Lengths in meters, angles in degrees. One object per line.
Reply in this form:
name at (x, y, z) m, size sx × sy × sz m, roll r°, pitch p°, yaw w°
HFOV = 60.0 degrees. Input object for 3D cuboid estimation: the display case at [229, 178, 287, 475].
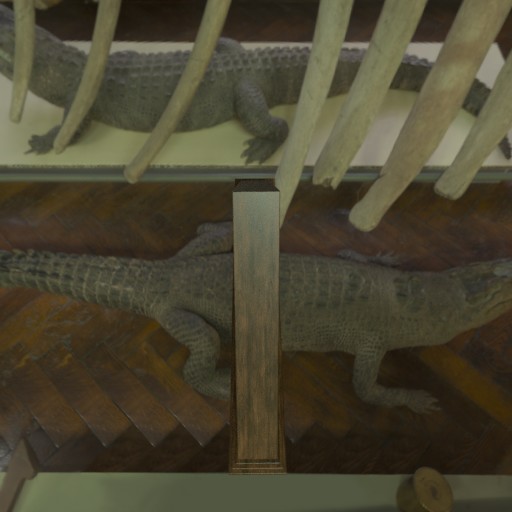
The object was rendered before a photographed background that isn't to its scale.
display case at (0.000, 0.000, 0.755) m, size 0.095 × 0.340 × 0.640 m, roll 0°, pitch 58°, yaw 0°
